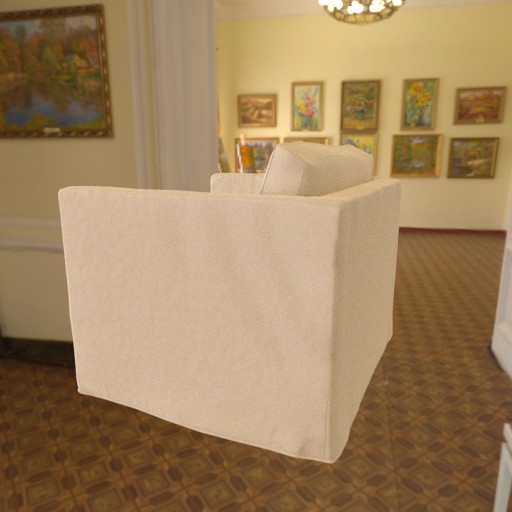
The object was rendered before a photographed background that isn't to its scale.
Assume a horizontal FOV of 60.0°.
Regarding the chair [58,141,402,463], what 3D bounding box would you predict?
[{"bbox_3d":[0.000,0.000,1.718,0.947,0.851,1.057,6,15,25],"label":"chair"}]
